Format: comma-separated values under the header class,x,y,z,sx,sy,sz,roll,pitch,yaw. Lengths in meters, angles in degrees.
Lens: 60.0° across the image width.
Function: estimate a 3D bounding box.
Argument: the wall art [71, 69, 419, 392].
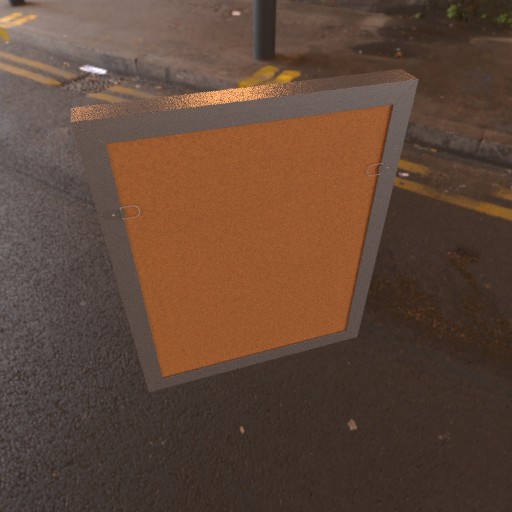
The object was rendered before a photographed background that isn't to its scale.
class,x,y,z,sx,sy,sz,roll,pitch,yaw
wall art,0.000,0.000,0.512,0.308,0.379,0.030,-12,43,-13
